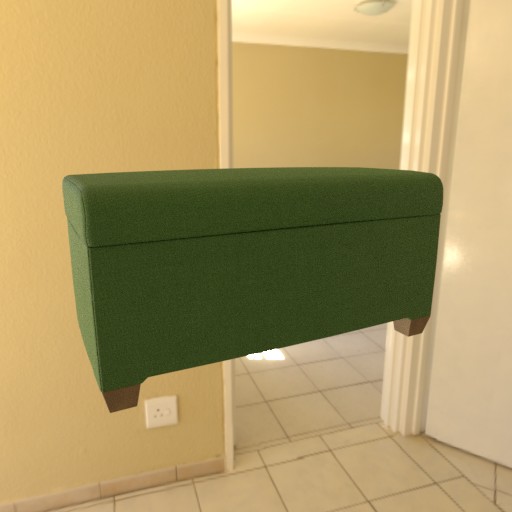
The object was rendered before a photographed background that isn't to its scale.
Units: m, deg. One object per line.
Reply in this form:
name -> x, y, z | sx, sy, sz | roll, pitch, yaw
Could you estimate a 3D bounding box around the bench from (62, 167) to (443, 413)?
bench -> 0.000, 0.000, 1.296 | 0.989, 0.501, 0.505 | -7, 15, -26
